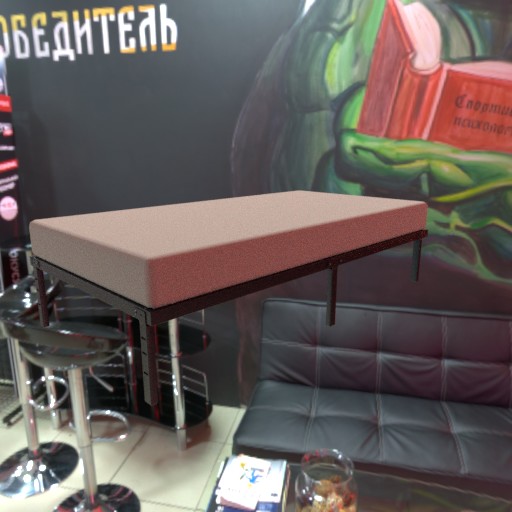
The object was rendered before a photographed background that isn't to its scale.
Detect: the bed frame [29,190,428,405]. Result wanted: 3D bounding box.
[{"bbox_3d":[0.000,0.000,3.227,1.393,0.680,2.635,14,19,43],"label":"bed frame"}]
